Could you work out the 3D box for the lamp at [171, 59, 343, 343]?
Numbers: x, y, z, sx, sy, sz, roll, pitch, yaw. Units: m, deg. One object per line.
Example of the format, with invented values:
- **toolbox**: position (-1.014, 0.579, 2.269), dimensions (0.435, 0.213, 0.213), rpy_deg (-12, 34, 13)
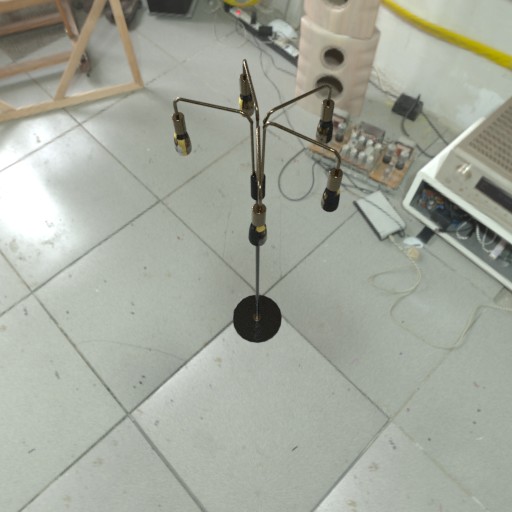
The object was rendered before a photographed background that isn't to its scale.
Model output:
- **lamp**: position (0.000, 0.000, 2.057), dimensions (0.599, 1.721, 0.572), rpy_deg (15, 63, 8)
